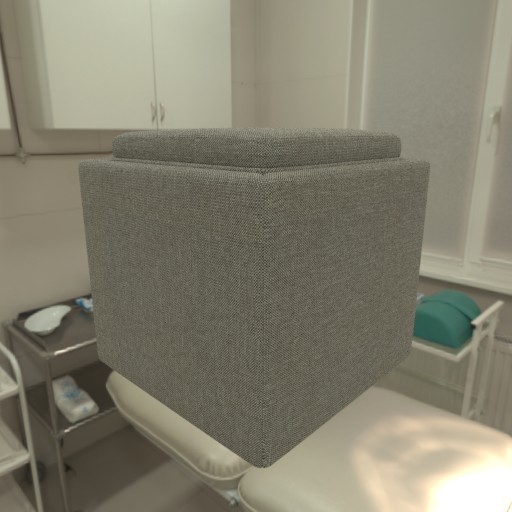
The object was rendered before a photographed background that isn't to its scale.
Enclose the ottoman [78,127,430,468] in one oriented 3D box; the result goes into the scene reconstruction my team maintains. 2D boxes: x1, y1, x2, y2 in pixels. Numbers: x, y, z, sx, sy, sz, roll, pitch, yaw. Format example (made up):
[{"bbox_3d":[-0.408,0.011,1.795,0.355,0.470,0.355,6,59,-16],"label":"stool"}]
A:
[{"bbox_3d":[0.000,0.000,0.827,0.450,0.460,0.450,14,21,41],"label":"ottoman"}]
